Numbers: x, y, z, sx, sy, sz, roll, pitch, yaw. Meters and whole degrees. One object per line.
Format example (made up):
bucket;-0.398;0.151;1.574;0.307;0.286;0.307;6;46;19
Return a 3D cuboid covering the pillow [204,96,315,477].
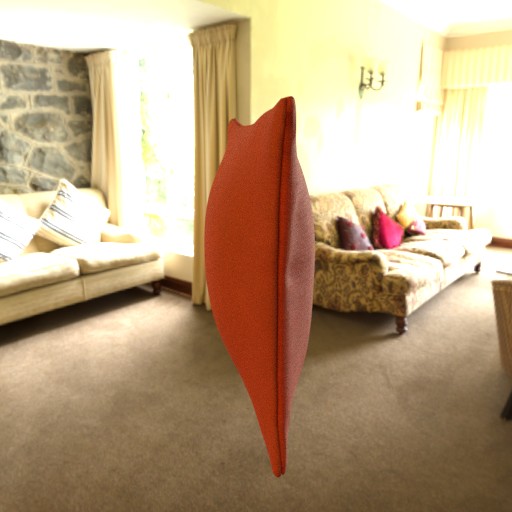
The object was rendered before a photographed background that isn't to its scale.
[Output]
pillow;0.000;0.000;0.664;0.151;0.416;0.435;-2;15;-9
